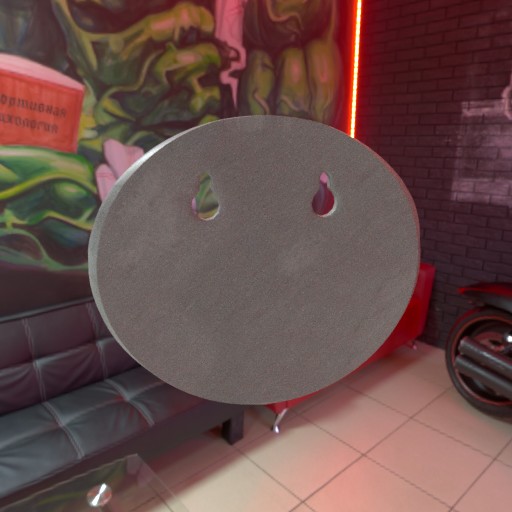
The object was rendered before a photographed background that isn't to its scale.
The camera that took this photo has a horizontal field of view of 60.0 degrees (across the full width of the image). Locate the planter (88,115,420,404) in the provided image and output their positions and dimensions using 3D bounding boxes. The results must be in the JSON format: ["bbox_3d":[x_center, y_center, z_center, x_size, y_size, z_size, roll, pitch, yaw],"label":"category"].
[{"bbox_3d":[0.000,0.000,0.276,0.190,0.164,0.073,-2,15,-9],"label":"planter"}]
